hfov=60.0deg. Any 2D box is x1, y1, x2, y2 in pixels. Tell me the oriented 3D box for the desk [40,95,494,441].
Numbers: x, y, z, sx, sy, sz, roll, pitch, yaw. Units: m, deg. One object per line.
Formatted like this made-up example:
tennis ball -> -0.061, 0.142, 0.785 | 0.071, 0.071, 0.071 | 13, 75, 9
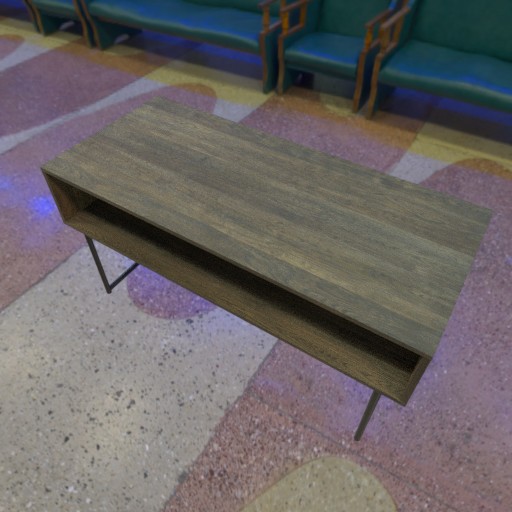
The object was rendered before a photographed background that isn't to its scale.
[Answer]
desk -> 0.000, 0.000, 1.980 | 1.600, 0.780, 0.730 | 25, 52, 22
